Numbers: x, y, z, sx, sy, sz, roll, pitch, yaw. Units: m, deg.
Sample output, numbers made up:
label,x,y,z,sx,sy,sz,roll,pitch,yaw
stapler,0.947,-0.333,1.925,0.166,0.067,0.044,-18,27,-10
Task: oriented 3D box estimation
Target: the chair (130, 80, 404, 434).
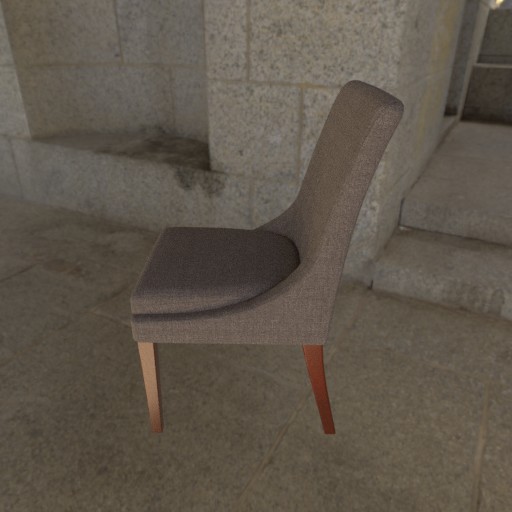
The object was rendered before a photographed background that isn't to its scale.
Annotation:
label,x,y,z,sx,sy,sz,roll,pitch,yaw
chair,0.000,0.000,1.333,0.655,0.952,0.508,0,27,0
